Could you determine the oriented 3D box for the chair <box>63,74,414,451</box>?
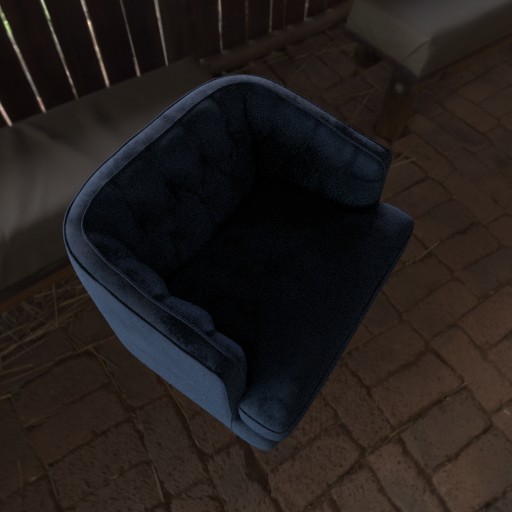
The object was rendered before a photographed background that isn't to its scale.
[{"bbox_3d":[0.000,0.000,1.736,0.940,0.852,1.094,30,62,18],"label":"chair"}]
